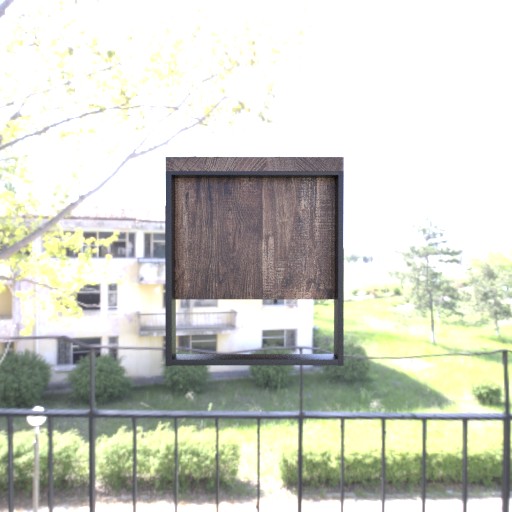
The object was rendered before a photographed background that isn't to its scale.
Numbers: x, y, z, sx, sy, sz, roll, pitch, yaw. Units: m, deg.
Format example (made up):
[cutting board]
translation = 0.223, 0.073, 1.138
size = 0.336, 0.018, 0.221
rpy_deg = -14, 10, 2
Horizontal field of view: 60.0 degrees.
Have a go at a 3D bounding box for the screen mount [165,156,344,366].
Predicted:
[screen mount]
translation = 0.000, 0.000, 1.714
size = 0.395, 0.450, 1.524
rpy_deg = 0, 1, 0
